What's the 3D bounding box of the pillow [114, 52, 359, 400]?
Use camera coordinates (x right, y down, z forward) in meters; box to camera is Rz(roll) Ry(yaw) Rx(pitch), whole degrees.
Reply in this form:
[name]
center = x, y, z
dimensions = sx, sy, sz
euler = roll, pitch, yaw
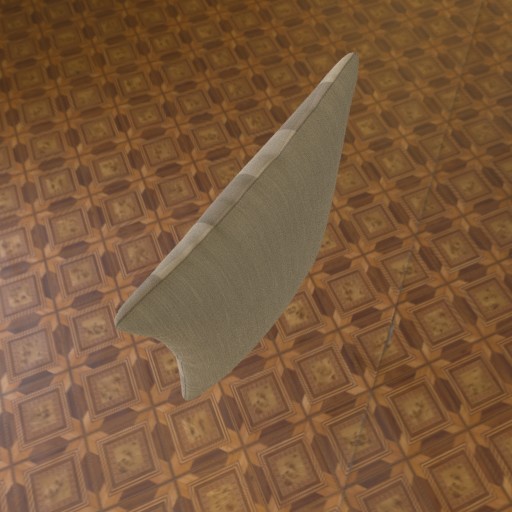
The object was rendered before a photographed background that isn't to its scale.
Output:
[pillow]
center = 0.000, 0.000, 0.783
dimensions = 0.161, 0.509, 0.511
euler = 32, 68, 15
